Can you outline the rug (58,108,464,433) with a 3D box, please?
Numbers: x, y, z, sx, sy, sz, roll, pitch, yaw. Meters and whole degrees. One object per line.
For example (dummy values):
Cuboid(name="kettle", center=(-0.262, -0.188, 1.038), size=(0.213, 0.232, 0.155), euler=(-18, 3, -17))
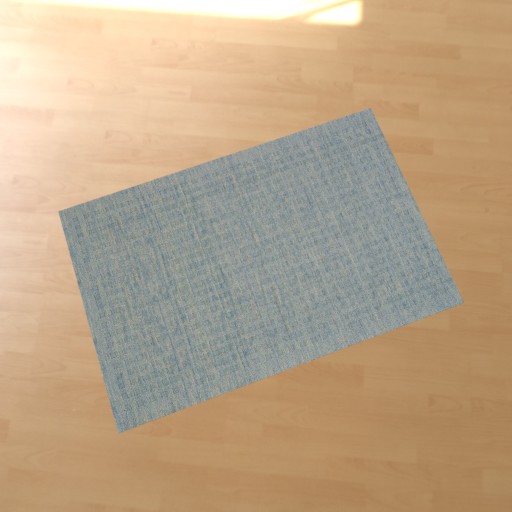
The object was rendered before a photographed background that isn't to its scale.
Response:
Cuboid(name="rug", center=(0.000, 0.000, 2.227), size=(1.752, 0.006, 1.142), euler=(-19, 77, -5))
